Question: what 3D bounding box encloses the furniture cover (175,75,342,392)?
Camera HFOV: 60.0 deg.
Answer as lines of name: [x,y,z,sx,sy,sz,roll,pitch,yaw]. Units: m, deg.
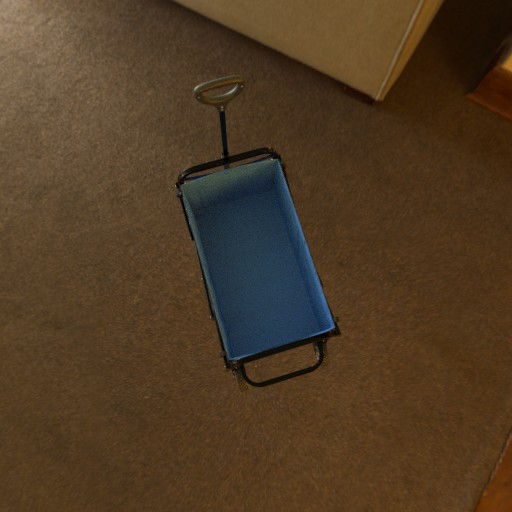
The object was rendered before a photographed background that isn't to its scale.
furniture cover: [0.000,0.000,1.808,0.532,1.295,1.038,-16,77,-4]
